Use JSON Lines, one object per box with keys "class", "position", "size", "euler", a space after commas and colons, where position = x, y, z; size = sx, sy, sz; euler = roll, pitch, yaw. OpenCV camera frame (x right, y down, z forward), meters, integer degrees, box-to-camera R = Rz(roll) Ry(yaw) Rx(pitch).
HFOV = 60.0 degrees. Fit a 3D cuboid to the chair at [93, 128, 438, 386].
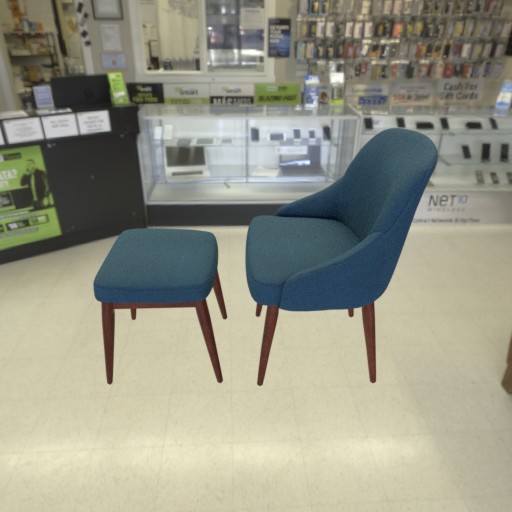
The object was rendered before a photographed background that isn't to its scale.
{"class": "chair", "position": [0.000, 0.000, 1.624], "size": [1.114, 0.866, 0.584], "euler": [0, 29, -1]}
